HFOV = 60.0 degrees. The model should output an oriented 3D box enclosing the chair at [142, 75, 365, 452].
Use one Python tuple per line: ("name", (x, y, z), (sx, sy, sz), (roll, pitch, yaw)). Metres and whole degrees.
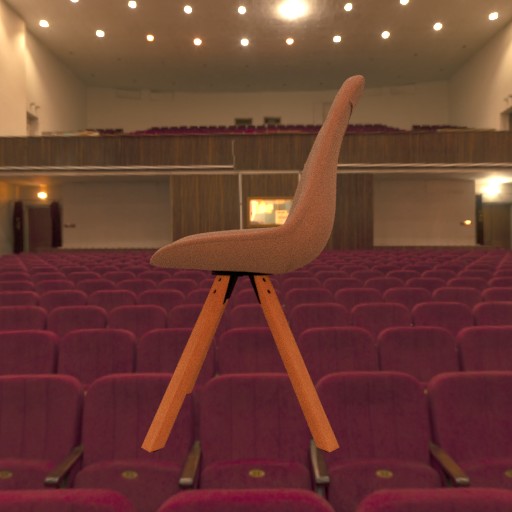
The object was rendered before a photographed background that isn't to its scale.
("chair", (0.000, 0.000, 1.186), (0.549, 0.863, 0.474), (0, 0, 1))
